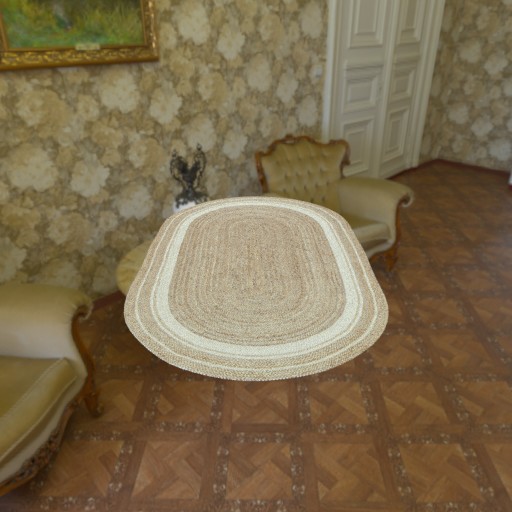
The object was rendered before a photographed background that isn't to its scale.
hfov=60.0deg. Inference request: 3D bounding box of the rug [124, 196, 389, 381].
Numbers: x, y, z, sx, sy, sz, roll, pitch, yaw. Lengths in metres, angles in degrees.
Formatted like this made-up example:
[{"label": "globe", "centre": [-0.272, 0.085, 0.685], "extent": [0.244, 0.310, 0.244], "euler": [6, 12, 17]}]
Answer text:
[{"label": "rug", "centre": [0.000, 0.000, 3.047], "extent": [1.520, 0.006, 2.432], "euler": [0, 27, 0]}]
